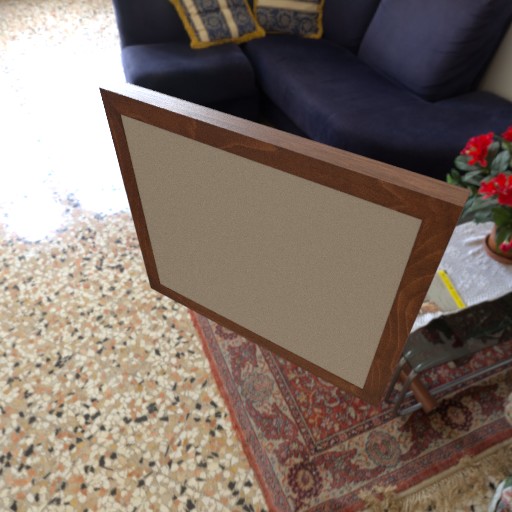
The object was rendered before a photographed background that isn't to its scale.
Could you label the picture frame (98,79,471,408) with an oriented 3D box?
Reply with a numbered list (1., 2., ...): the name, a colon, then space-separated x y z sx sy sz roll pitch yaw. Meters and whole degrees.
1. picture frame: 0.000 0.000 0.527 0.381 0.330 0.025 24 50 22
